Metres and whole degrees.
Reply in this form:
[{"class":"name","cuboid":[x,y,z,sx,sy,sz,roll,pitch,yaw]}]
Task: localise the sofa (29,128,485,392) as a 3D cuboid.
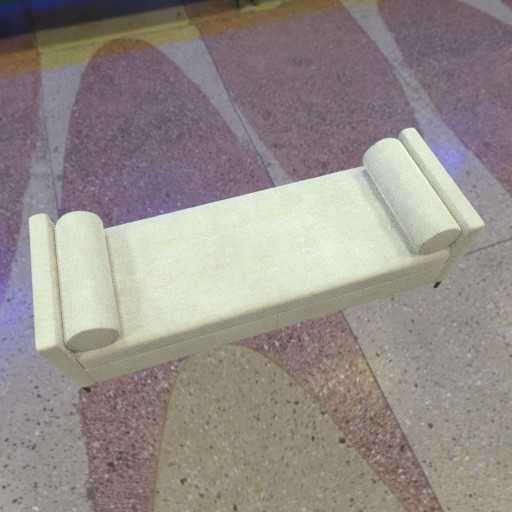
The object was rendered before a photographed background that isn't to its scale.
[{"class":"sofa","cuboid":[0.000,0.000,2.271,1.981,0.635,0.686,-15,59,-9]}]
